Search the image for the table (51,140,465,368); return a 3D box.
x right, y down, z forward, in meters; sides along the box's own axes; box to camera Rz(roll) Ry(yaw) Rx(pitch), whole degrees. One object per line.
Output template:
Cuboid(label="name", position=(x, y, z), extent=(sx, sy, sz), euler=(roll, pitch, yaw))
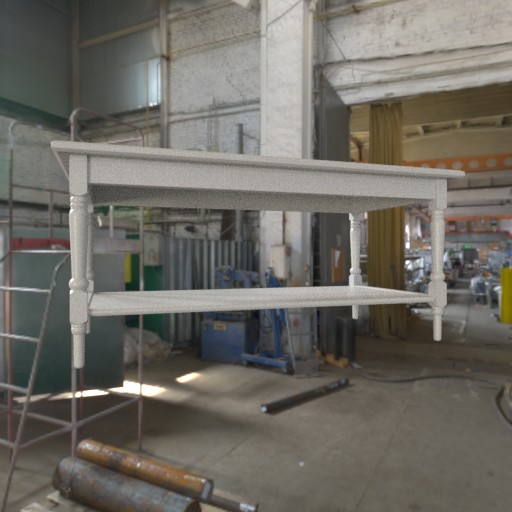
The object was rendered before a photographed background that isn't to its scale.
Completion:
Cuboid(label="table", position=(0.000, 0.000, 1.386), extent=(1.109, 0.506, 0.551), euler=(0, 0, -19))
